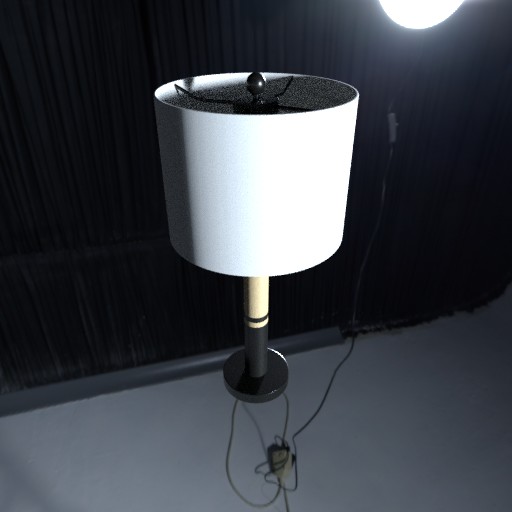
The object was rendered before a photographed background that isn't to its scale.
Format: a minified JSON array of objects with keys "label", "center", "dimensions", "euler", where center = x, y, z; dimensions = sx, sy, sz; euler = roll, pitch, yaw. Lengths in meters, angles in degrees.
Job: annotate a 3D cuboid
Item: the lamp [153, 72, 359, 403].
[{"label":"lamp","center":[0.000,0.000,0.825],"dimensions":[0.305,0.640,0.305],"euler":[-9,33,-14]}]
